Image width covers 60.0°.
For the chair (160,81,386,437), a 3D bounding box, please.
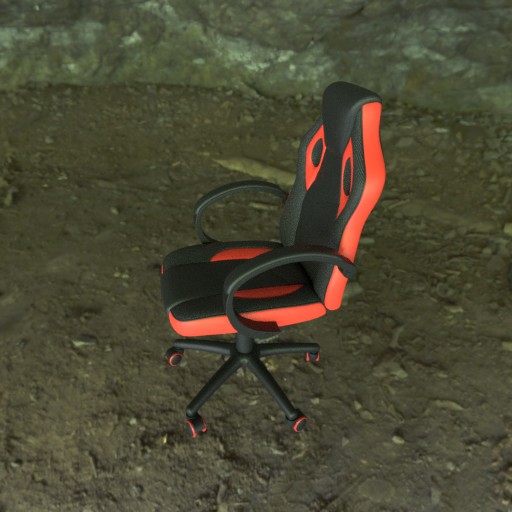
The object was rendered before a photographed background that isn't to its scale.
[{"bbox_3d":[0.000,0.000,1.415,0.642,1.016,0.600,-8,31,-14],"label":"chair"}]
